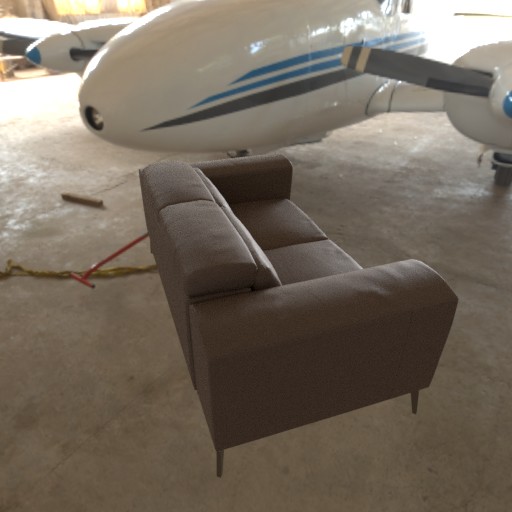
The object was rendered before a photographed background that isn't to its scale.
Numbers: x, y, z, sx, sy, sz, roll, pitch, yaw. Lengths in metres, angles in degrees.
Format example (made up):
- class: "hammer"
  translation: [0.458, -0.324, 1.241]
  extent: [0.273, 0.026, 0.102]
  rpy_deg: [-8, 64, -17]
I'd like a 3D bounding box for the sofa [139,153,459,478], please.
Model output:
- class: "sofa"
  translation: [0.000, 0.000, 2.402]
  extent: [1.003, 0.779, 1.895]
  rpy_deg: [-10, 32, -17]
